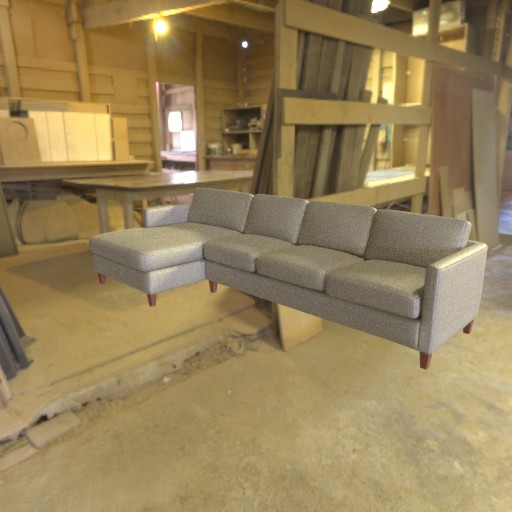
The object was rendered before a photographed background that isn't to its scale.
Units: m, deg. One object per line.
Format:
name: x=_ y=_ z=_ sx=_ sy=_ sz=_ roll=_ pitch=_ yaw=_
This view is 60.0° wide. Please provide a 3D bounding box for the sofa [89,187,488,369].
sofa: x=0.000 y=0.000 z=3.761 sx=3.201 sy=0.876 sz=1.502 roll=14 pitch=20 yaw=43
